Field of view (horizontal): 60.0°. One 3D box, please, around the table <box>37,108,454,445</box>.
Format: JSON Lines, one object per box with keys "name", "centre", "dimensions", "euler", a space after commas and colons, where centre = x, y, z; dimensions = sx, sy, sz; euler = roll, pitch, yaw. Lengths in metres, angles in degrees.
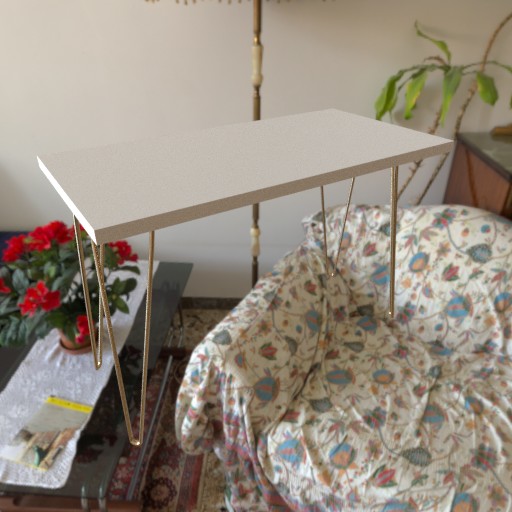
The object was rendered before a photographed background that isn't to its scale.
{"name": "table", "centre": [0.000, 0.000, 1.335], "dimensions": [0.991, 0.660, 0.498], "euler": [-18, 35, -29]}
